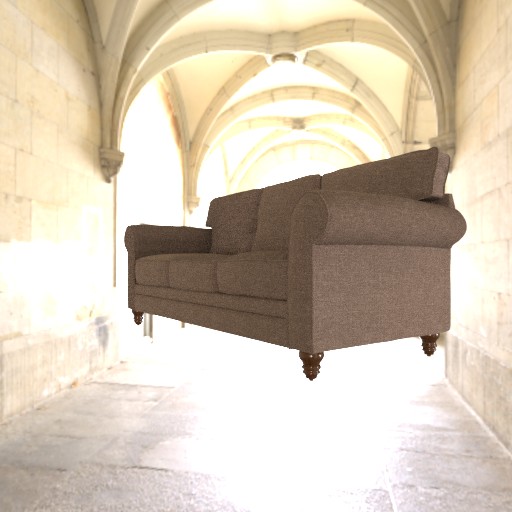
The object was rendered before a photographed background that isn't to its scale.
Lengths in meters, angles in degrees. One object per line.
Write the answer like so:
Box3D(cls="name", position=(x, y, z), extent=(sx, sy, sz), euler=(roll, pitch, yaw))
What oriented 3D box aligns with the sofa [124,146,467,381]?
Box3D(cls="sofa", position=(0.000, 0.000, 2.599), extent=(0.916, 0.961, 2.084), euler=(1, -1, -36))
